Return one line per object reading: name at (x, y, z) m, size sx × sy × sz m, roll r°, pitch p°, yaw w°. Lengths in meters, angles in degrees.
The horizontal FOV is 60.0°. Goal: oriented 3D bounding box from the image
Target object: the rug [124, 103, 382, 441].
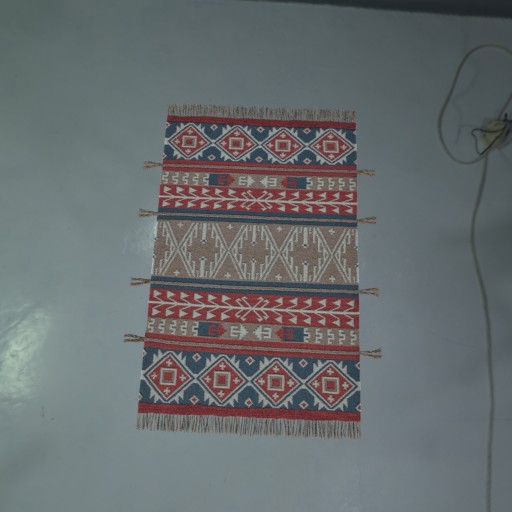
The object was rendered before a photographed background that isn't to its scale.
rug at (0.000, 0.000, 2.643) m, size 1.469 × 0.040 × 2.025 m, roll 2°, pitch 76°, yaw 1°
